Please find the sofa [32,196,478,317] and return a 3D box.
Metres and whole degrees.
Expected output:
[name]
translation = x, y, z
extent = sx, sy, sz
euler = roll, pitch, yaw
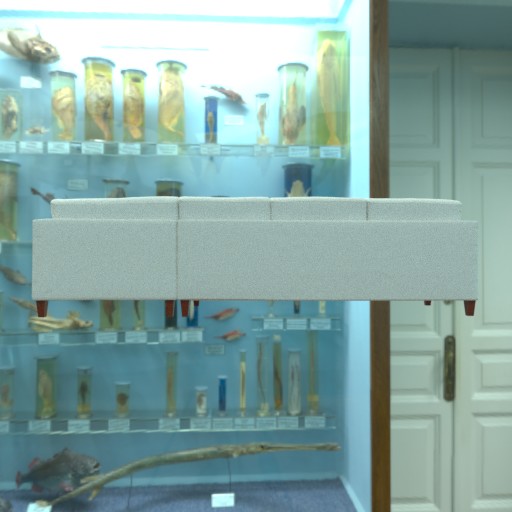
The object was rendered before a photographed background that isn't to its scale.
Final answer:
[sofa]
translation = 0.000, 0.000, 4.188
extent = 3.471, 0.954, 1.606
euler = 0, -1, -1
